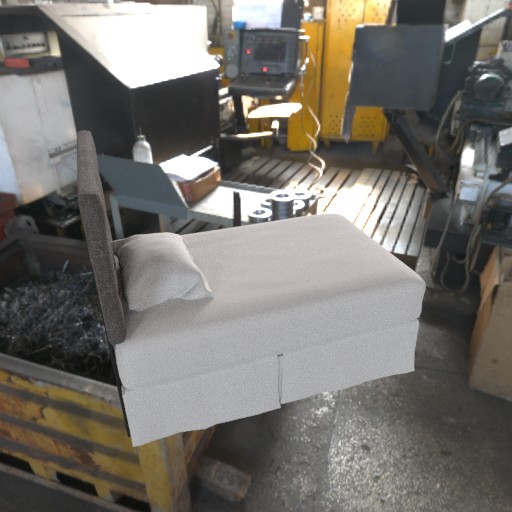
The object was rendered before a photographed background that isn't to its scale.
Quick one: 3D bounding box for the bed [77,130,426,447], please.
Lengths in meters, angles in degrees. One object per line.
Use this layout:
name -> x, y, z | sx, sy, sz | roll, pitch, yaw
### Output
bed -> 0.000, 0.000, 2.967 | 1.997, 1.571, 1.261 | -10, 31, -17
